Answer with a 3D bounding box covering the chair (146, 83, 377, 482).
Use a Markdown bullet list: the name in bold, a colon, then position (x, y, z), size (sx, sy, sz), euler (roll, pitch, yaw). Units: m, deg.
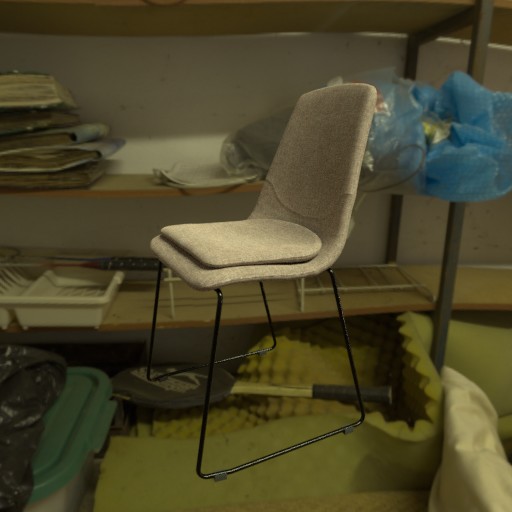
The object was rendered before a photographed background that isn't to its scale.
- **chair**: position (0.000, 0.000, 1.154), size (0.518, 0.858, 0.479), euler (-8, 18, -26)
